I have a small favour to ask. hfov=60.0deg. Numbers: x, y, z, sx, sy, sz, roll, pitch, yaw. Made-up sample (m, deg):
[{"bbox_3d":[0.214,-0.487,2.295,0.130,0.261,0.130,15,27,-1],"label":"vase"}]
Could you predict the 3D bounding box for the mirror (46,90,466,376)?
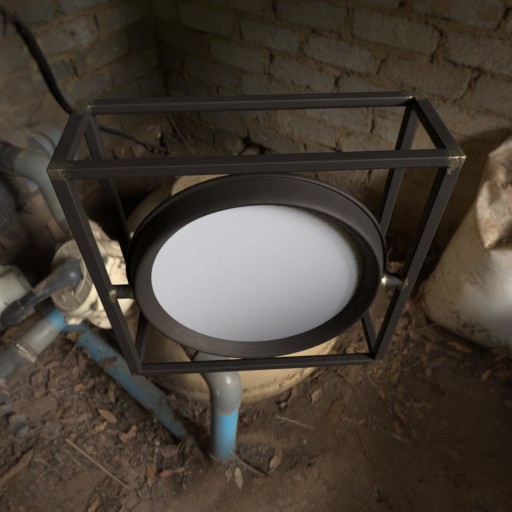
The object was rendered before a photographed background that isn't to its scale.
[{"bbox_3d":[0.000,0.000,0.466,0.306,0.303,0.107,-2,47,-2],"label":"mirror"}]
